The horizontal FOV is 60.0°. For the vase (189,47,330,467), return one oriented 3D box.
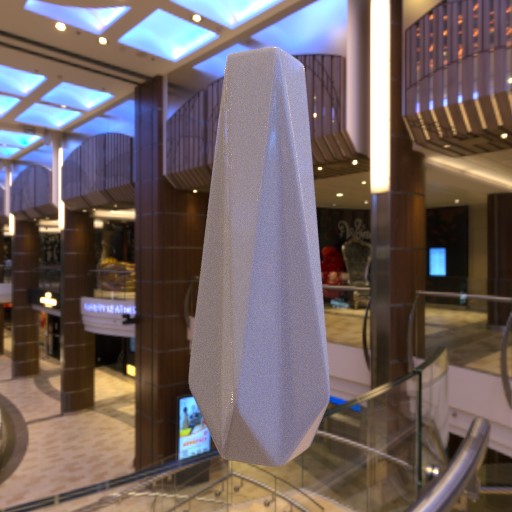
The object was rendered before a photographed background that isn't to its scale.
[{"bbox_3d":[0.000,0.000,0.382,0.116,0.329,0.122,0,0,1],"label":"vase"}]
